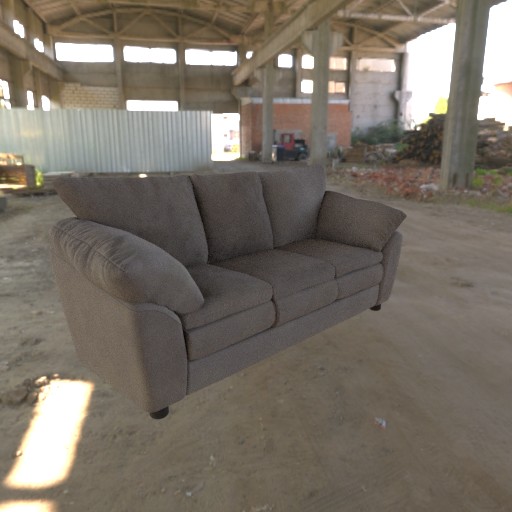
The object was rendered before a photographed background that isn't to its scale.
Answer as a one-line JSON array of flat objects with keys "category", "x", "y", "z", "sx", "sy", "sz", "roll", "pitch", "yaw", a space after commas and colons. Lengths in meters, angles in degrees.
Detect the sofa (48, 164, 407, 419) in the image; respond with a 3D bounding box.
[{"category": "sofa", "x": 0.000, "y": 0.000, "z": 2.811, "sx": 0.878, "sy": 1.073, "sz": 2.336, "roll": 14, "pitch": 19, "yaw": 43}]
